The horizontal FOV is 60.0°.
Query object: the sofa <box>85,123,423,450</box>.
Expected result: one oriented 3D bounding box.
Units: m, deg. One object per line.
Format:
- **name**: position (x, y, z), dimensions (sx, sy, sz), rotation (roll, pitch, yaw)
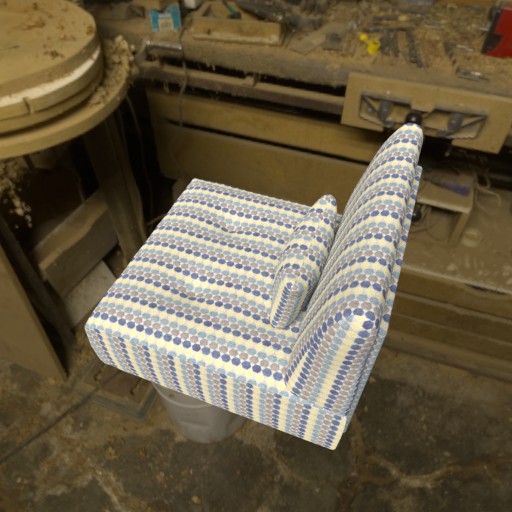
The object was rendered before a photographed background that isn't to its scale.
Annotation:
- **sofa**: position (0.000, 0.000, 1.697), dimensions (1.000, 0.830, 0.930), rotation (16, 50, 14)
